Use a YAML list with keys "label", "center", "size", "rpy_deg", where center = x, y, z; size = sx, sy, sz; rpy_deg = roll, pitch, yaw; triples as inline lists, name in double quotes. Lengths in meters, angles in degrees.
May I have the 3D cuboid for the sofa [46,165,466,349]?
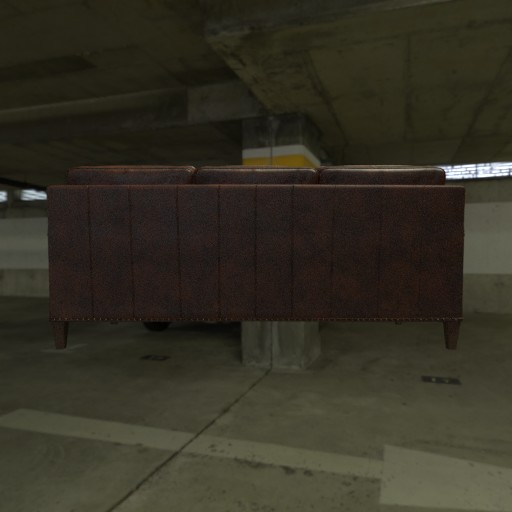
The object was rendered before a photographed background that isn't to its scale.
- label: "sofa"
  center: [0.000, 0.000, 2.799]
  size: [2.240, 1.003, 1.084]
  rpy_deg: [0, 0, 0]
